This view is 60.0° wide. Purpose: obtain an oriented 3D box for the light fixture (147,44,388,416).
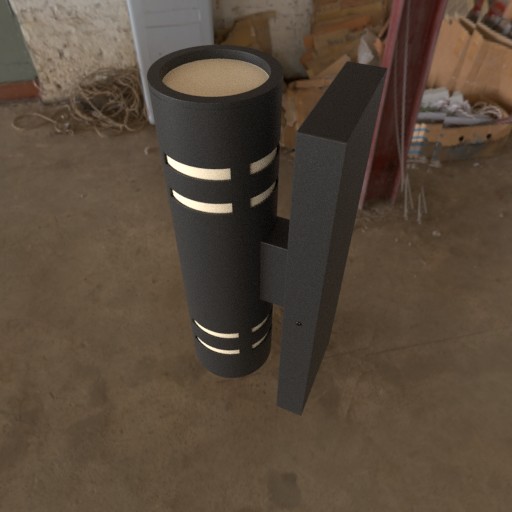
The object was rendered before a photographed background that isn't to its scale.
[{"bbox_3d":[0.000,0.000,0.406,0.149,0.330,0.105,17,48,16],"label":"light fixture"}]
